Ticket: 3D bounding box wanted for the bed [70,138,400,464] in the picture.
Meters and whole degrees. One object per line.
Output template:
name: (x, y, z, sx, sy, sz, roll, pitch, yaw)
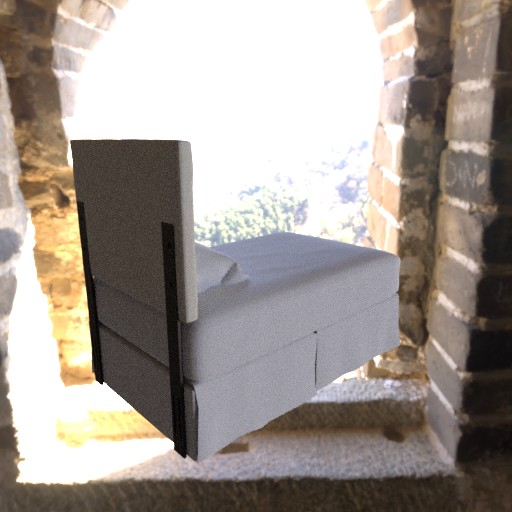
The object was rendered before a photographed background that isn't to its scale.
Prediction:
bed: (0.000, 0.000, 3.064, 1.997, 1.571, 1.261, -14, 20, -42)
